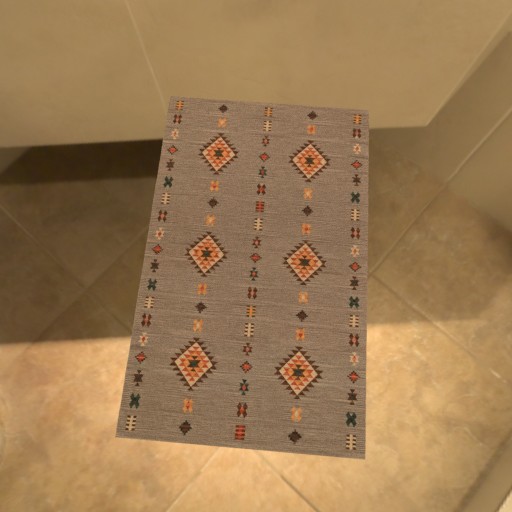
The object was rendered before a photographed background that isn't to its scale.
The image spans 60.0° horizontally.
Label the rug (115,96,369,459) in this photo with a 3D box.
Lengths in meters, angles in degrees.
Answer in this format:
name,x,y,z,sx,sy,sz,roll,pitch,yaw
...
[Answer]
name,x,y,z,sx,sy,sz,roll,pitch,yaw
rug,0.000,0.000,3.016,1.515,0.007,2.427,5,73,1
